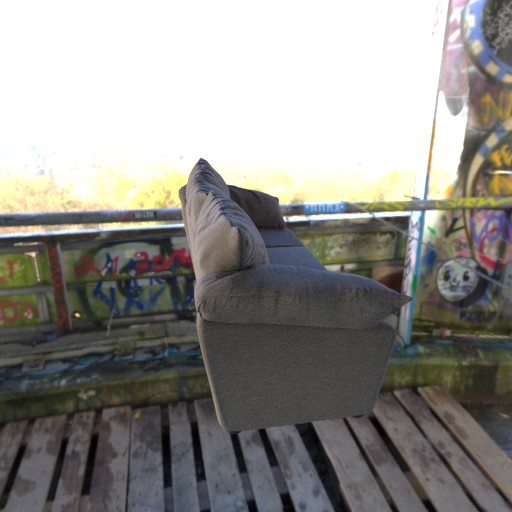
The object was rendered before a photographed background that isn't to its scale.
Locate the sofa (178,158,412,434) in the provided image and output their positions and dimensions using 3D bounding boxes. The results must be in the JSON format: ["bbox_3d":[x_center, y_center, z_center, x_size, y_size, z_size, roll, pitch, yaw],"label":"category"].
[{"bbox_3d":[0.000,0.000,2.895,0.927,1.043,2.390,-4,20,-10],"label":"sofa"}]
